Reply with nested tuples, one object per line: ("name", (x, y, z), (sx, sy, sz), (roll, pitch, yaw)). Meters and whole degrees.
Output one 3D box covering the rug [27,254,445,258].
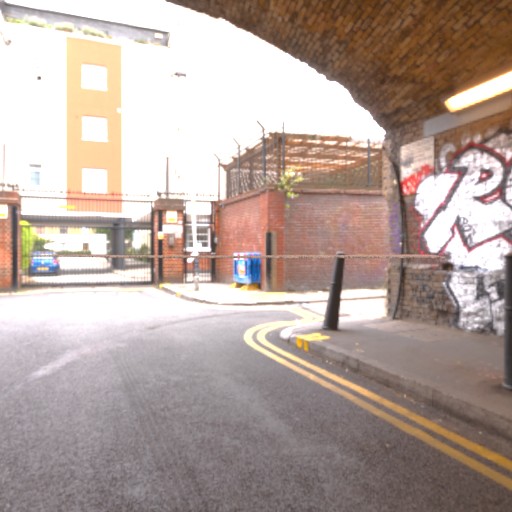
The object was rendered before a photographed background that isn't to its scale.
("rug", (0.000, 0.000, 4.167), (3.054, 0.030, 2.430), (0, 0, 17))
